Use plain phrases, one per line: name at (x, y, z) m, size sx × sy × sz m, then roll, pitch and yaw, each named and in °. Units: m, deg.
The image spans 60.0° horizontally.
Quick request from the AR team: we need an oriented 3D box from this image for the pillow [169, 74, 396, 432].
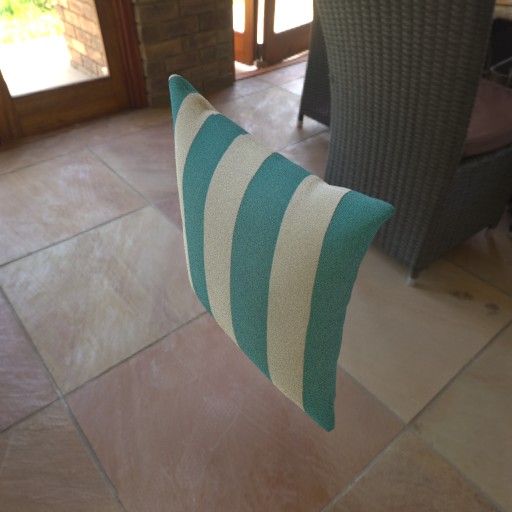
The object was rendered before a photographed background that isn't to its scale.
pillow at (0.000, 0.000, 0.824) m, size 0.189 × 0.526 × 0.536 m, roll -26°, pitch 47°, yaw -27°
